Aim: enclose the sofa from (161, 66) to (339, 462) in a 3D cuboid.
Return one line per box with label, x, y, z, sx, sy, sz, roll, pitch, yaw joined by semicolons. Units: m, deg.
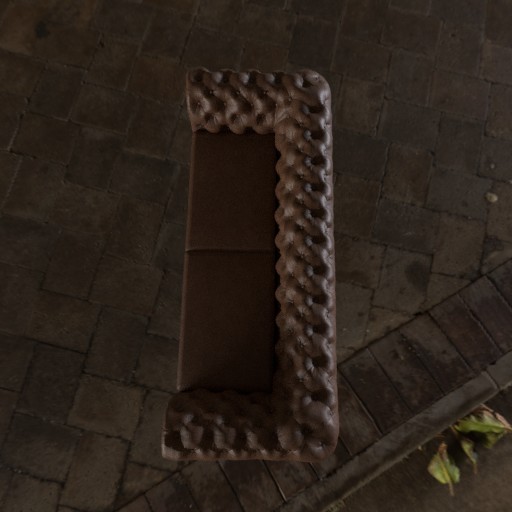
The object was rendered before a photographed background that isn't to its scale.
sofa;0.000;0.000;2.888;0.944;0.783;2.385;1;76;0
